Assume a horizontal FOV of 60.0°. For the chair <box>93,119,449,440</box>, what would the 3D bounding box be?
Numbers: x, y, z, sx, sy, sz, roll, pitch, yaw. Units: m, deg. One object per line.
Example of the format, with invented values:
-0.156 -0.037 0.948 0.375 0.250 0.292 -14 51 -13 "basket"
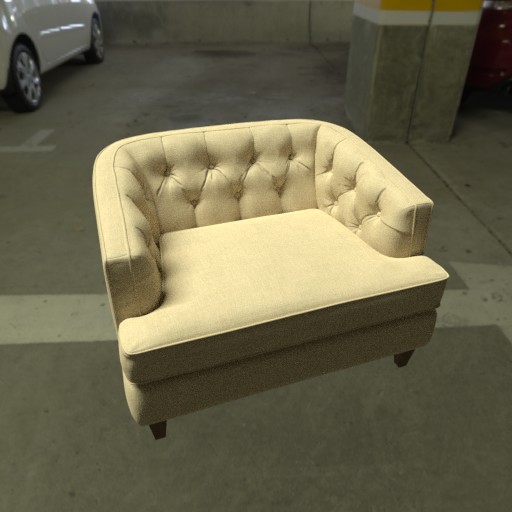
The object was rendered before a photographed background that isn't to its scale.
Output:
0.000 0.000 1.727 1.118 0.787 0.914 -11 34 -16 "chair"
